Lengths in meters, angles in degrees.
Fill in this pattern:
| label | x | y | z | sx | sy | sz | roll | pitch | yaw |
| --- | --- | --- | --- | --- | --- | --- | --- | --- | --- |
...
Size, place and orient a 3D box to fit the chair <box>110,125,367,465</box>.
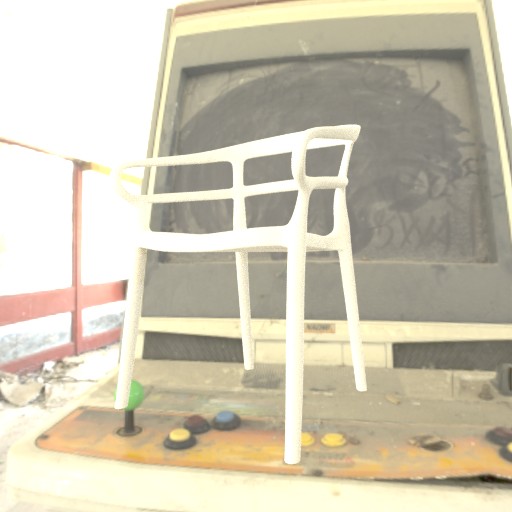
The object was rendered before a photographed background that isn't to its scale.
| label | x | y | z | sx | sy | sz | roll | pitch | yaw |
| --- | --- | --- | --- | --- | --- | --- | --- | --- | --- |
| chair | 0.000 | 0.000 | 1.153 | 0.559 | 0.761 | 0.527 | 0 | 1 | 35 |
